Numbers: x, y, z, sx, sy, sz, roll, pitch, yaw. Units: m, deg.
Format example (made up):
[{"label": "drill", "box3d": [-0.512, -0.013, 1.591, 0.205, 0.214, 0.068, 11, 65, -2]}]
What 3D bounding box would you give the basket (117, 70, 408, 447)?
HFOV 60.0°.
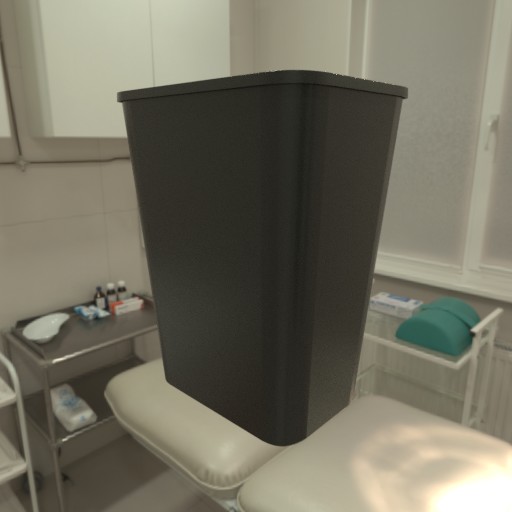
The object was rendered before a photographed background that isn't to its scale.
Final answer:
[{"label": "basket", "box3d": [0.000, 0.000, 0.744, 0.394, 0.521, 0.287, 13, 20, 42]}]
